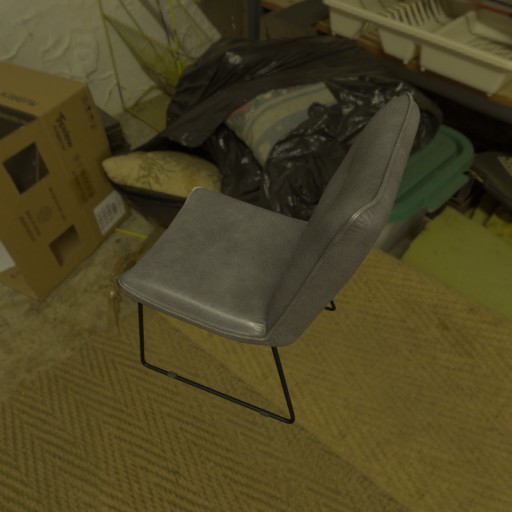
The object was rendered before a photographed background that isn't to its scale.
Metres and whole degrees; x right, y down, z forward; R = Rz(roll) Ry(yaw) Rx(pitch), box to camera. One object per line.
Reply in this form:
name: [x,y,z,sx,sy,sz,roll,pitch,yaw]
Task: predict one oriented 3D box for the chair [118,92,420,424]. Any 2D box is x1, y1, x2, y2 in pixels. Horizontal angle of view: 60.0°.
chair: [0.000,0.000,1.331,0.688,0.932,0.515,17,49,16]
